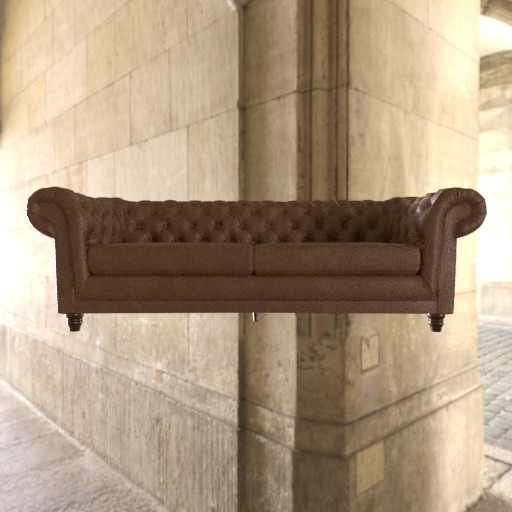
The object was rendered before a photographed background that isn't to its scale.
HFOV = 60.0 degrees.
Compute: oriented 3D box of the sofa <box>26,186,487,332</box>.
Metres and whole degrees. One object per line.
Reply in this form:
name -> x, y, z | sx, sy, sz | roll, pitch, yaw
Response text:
sofa -> 0.000, 0.000, 2.728 | 2.385, 0.783, 0.944 | 0, 1, 0
